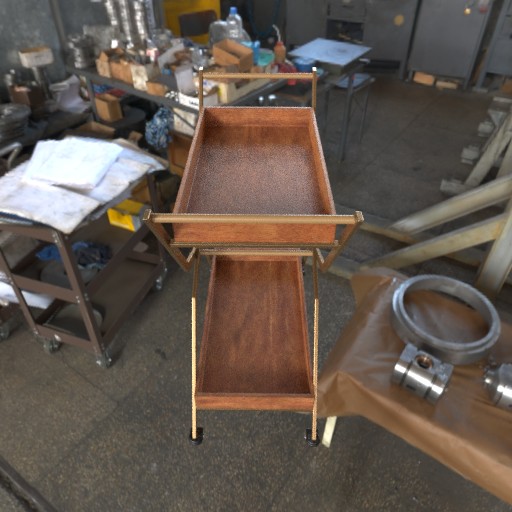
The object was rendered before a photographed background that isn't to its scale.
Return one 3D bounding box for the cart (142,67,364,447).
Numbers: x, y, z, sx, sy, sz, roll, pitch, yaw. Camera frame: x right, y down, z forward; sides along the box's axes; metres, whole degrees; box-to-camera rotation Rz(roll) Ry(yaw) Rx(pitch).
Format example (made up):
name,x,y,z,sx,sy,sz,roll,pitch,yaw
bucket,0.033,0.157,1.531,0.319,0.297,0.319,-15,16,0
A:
name,x,y,z,sx,sy,sz,roll,pitch,yaw
cart,0.000,0.000,1.347,0.405,0.869,0.836,1,40,1
